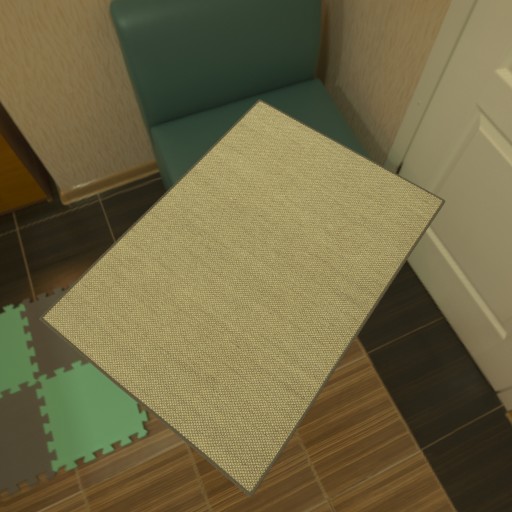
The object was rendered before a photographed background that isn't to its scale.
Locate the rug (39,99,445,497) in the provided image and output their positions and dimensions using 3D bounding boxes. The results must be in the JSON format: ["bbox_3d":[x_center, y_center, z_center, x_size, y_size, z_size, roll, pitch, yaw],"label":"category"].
[{"bbox_3d":[0.000,0.000,2.718,1.523,0.012,2.133,34,68,15],"label":"rug"}]
